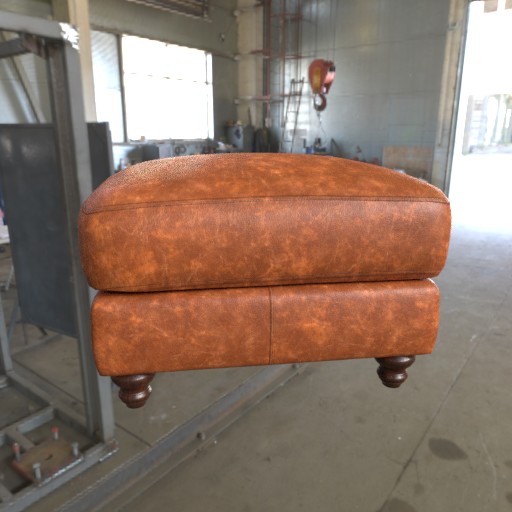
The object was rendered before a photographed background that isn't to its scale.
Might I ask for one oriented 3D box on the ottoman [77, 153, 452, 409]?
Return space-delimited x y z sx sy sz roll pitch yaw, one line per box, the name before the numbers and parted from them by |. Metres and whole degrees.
ottoman | 0.000 0.000 1.247 0.832 0.562 0.657 -2 16 -8
